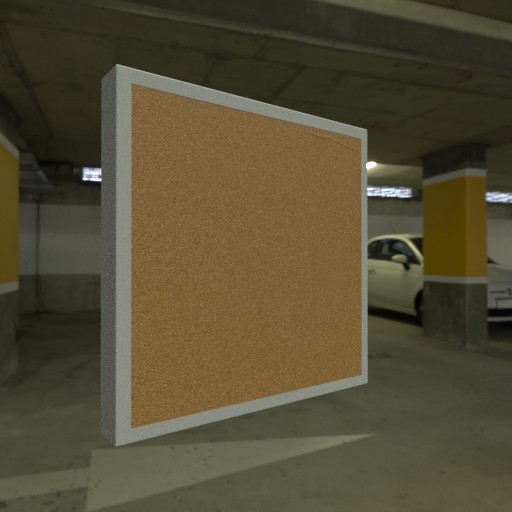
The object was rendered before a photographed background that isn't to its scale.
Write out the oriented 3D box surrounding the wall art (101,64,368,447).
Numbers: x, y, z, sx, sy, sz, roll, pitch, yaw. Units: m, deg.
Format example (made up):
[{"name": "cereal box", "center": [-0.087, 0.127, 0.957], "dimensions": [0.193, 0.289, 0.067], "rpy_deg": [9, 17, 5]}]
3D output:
[{"name": "wall art", "center": [0.000, 0.000, 0.458], "dimensions": [0.305, 0.305, 0.038], "rpy_deg": [0, 0, -36]}]
